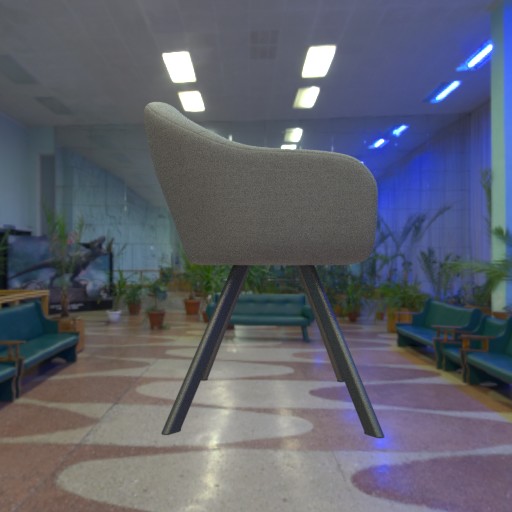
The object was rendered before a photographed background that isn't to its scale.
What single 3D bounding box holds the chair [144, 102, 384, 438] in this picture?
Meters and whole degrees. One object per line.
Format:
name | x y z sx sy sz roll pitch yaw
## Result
chair | 0.000 0.000 1.188 0.570 0.780 0.540 0 0 2
